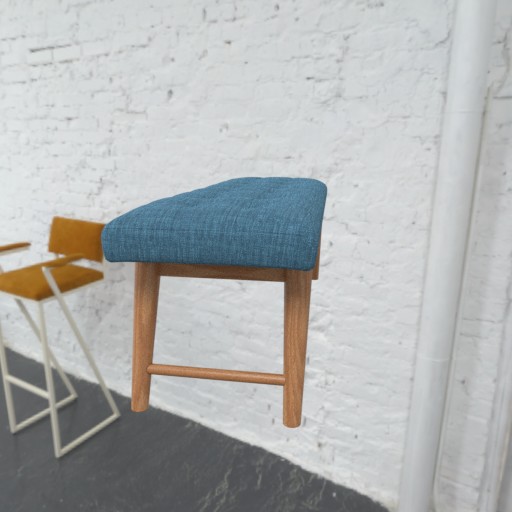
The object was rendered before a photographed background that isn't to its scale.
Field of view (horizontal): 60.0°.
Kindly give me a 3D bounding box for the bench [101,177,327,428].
[{"bbox_3d":[0.000,0.000,1.364,0.406,0.432,1.118,2,14,9],"label":"bench"}]
